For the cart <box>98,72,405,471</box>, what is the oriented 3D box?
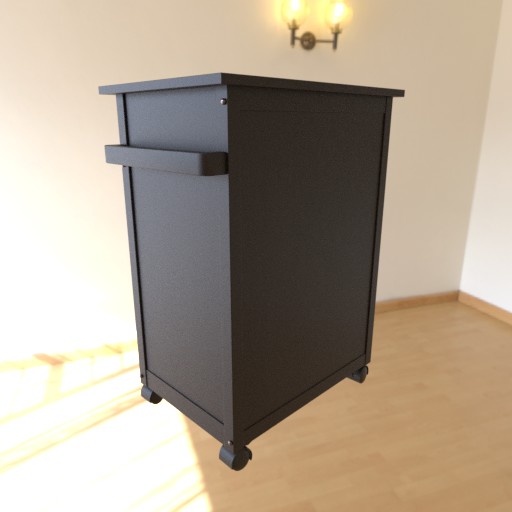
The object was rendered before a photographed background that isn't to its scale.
[{"bbox_3d":[0.000,0.000,1.238,0.660,0.879,0.456,-16,23,-42],"label":"cart"}]
